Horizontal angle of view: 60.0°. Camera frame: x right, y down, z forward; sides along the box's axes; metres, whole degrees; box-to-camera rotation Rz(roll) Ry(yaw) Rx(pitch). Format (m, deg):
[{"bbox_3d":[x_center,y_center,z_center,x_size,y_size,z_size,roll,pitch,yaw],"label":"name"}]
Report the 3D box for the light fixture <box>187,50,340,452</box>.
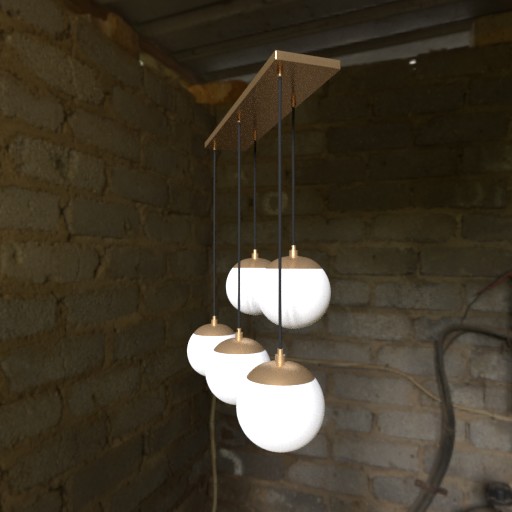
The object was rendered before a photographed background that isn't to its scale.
[{"bbox_3d":[0.000,0.000,1.326,0.299,0.869,0.863,0,-1,-18],"label":"light fixture"}]
